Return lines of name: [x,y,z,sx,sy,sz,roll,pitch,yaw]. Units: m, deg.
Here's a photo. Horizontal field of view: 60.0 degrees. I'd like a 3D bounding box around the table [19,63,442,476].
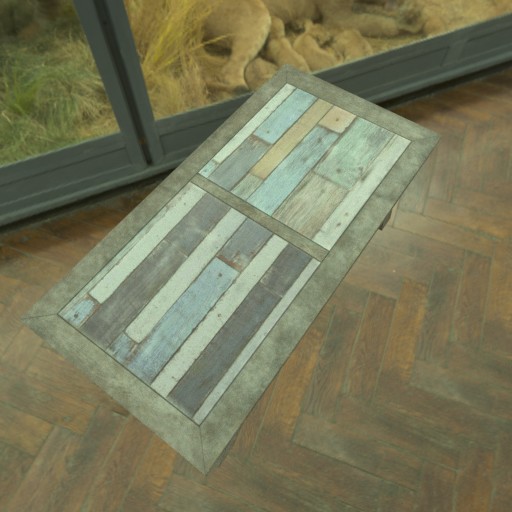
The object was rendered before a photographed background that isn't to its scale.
table: [0.000,0.000,1.487,0.610,0.470,1.219,32,66,17]
